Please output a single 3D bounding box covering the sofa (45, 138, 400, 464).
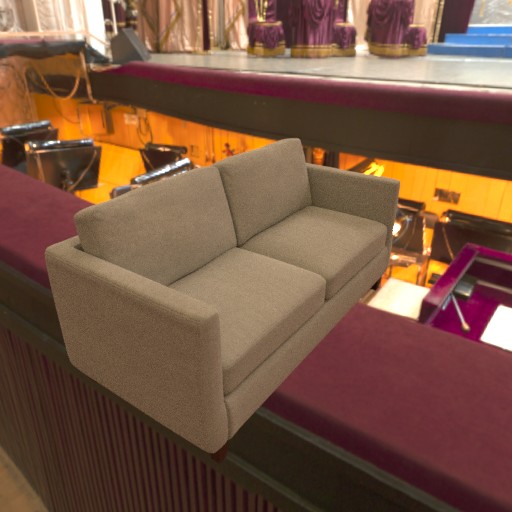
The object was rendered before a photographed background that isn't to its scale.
[{"bbox_3d":[0.000,0.000,2.447,0.950,0.963,1.884,18,32,31],"label":"sofa"}]
